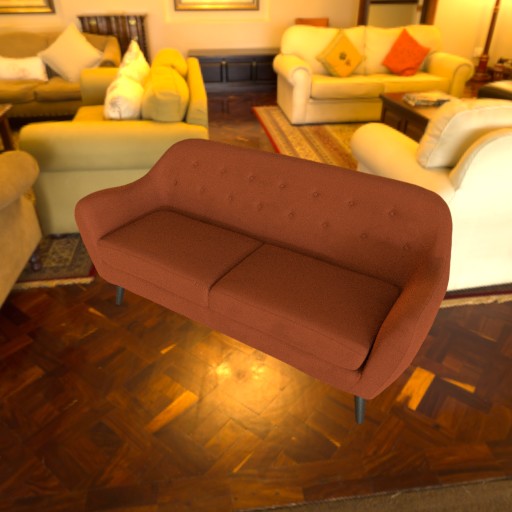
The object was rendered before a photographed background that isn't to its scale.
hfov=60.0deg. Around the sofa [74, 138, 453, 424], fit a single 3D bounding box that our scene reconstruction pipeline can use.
[{"bbox_3d":[0.000,0.000,2.297,1.840,0.836,0.820,19,37,28],"label":"sofa"}]
